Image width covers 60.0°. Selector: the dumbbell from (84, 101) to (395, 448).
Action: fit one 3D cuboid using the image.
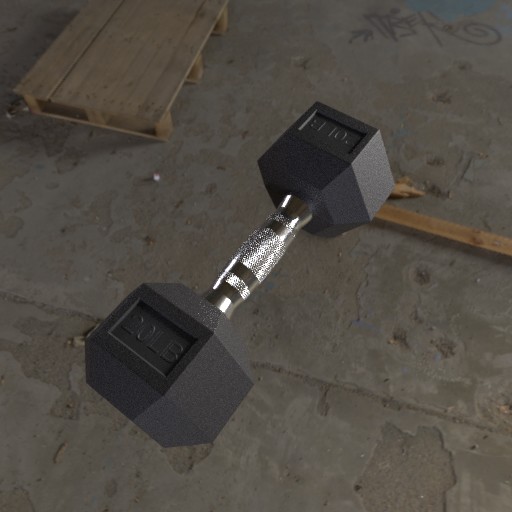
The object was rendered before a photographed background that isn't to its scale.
[{"bbox_3d":[0.000,0.000,0.352,0.116,0.101,0.297,32,64,17],"label":"dumbbell"}]
